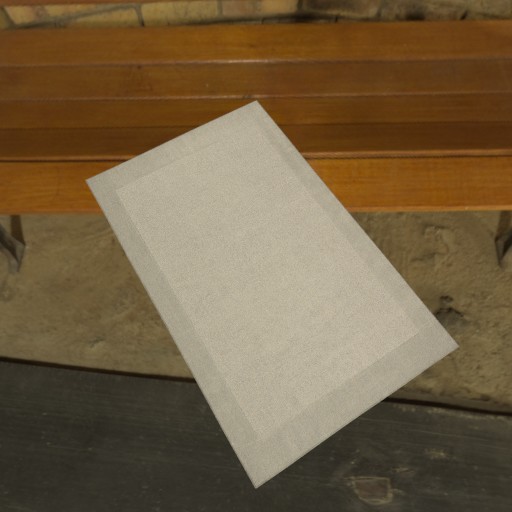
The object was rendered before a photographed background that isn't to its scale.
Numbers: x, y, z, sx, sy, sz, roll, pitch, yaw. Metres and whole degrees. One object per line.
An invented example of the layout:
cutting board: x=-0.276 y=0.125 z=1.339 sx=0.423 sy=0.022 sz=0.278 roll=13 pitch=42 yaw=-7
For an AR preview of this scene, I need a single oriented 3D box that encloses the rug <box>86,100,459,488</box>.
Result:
rug: x=0.000 y=0.000 z=3.084 sx=1.524 sy=0.014 sz=2.438 roll=-29 pitch=68 yaw=-13
